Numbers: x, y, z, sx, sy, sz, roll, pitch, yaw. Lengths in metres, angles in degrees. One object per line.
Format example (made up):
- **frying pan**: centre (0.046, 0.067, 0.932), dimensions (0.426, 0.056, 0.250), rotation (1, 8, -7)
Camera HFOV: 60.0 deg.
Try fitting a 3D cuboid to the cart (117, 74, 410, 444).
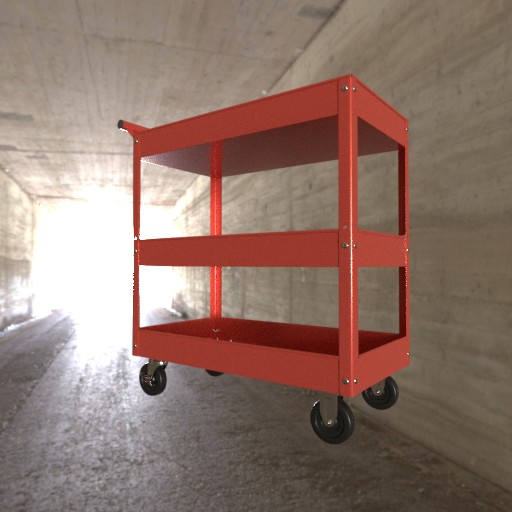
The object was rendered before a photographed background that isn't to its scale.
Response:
- **cart**: centre (0.000, 0.000, 1.198), dimensions (0.719, 0.780, 0.366), rotation (-1, -1, 36)
